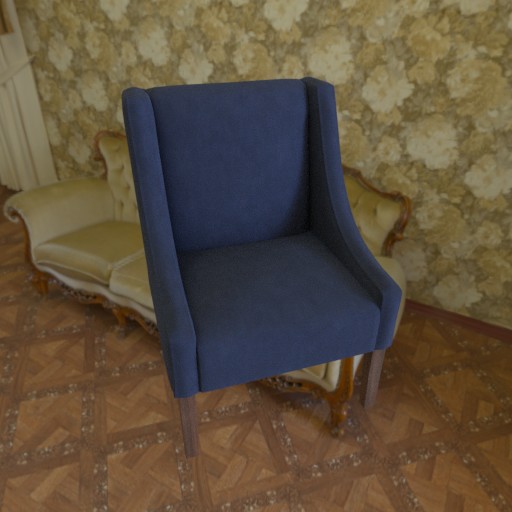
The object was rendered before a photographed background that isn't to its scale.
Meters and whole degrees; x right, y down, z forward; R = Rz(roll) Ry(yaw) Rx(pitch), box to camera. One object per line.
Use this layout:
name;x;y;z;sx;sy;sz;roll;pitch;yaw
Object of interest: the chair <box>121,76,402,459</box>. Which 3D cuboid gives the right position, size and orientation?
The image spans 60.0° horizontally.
chair;0.000;0.000;1.322;0.629;0.895;0.629;-10;33;-15
